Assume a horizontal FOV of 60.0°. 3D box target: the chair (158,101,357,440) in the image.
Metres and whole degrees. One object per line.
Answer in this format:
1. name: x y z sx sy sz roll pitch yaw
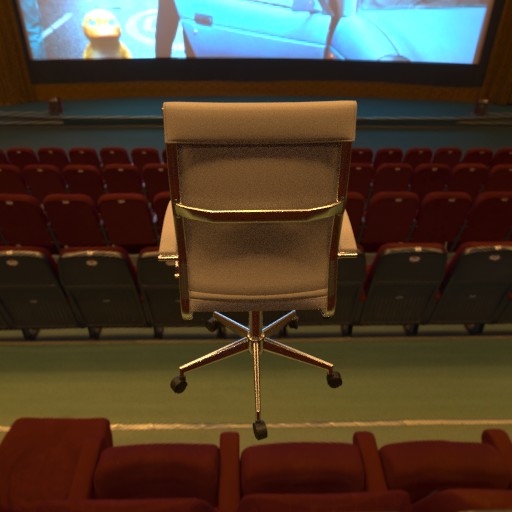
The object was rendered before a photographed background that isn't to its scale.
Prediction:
1. chair: 0.000 0.000 1.534 0.679 1.149 0.667 -1 31 -2
